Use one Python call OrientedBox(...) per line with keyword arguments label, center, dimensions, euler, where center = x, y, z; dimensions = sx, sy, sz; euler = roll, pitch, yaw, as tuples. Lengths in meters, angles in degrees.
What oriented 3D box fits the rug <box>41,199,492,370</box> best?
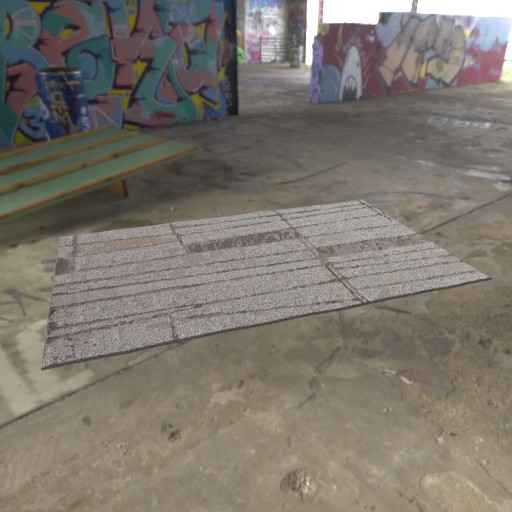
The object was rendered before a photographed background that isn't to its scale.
OrientedBox(label="rug", center=(0.000, 0.000, 1.013), dimensions=(0.867, 0.007, 0.515), euler=(-9, 28, -17))
